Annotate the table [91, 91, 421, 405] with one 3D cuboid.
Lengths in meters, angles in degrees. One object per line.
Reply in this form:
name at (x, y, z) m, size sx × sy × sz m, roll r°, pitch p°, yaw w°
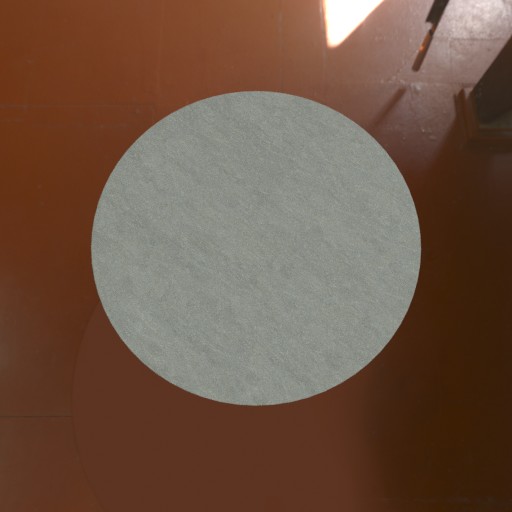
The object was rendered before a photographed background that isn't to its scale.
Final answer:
table at (0.000, 0.000, 1.427) m, size 0.889 × 0.470 × 0.889 m, roll 0°, pitch 74°, yaw 0°
